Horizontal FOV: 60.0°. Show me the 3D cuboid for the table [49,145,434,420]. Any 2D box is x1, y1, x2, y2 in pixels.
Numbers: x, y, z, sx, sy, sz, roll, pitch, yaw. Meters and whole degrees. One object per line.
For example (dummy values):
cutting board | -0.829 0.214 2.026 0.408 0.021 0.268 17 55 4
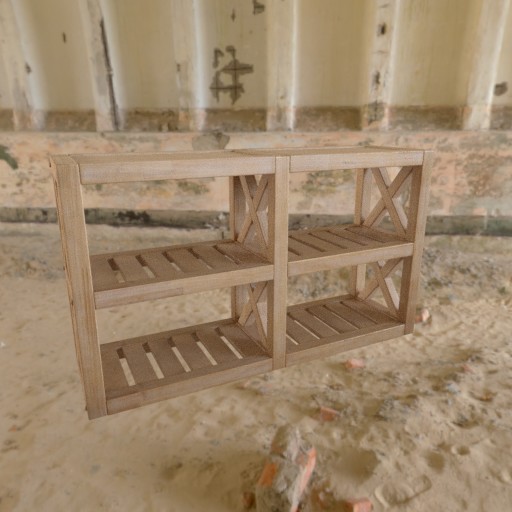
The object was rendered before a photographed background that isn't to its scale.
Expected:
table | 0.000 0.000 1.664 1.320 0.762 0.381 -8 19 -25
